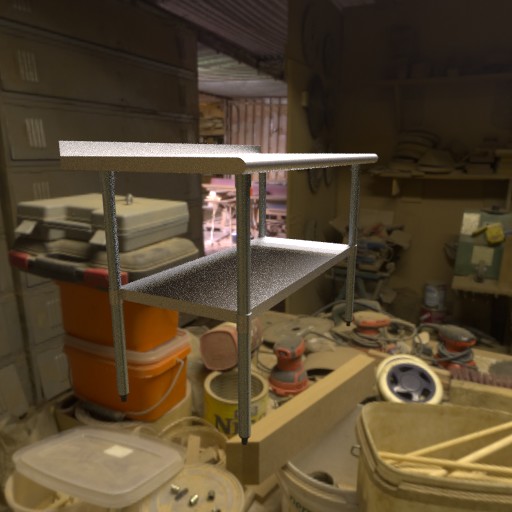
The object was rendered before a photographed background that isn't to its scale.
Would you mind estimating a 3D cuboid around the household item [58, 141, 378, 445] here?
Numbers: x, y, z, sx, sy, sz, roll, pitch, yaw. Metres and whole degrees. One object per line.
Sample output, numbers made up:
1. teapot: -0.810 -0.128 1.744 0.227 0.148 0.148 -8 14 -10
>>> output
1. household item: 0.000 0.000 1.728 0.610 0.851 1.219 7 15 28
